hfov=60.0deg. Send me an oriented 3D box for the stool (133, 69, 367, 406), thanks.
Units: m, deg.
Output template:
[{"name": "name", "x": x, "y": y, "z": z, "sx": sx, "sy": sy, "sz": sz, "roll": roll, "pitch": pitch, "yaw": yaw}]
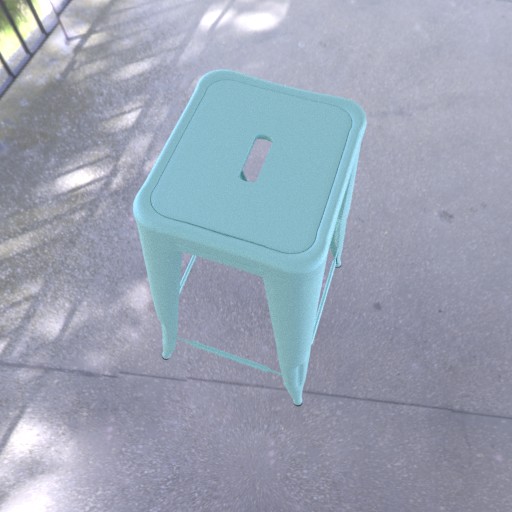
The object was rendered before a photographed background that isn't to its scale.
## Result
[{"name": "stool", "x": 0.000, "y": 0.000, "z": 0.866, "sx": 0.359, "sy": 0.609, "sz": 0.399, "roll": 17, "pitch": 65, "yaw": 8}]
